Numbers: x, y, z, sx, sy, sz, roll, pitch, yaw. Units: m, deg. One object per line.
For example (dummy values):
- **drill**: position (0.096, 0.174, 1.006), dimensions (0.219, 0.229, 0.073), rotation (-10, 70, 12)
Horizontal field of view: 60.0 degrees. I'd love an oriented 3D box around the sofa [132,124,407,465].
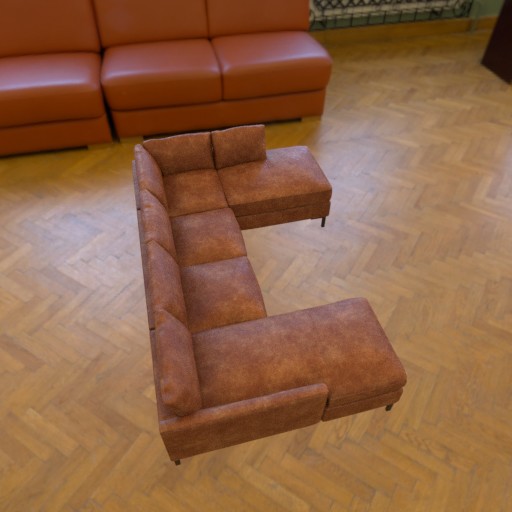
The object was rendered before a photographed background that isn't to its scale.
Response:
- **sofa**: position (0.000, 0.000, 3.931), dimensions (1.939, 0.900, 2.956), rotation (-10, 48, -10)
